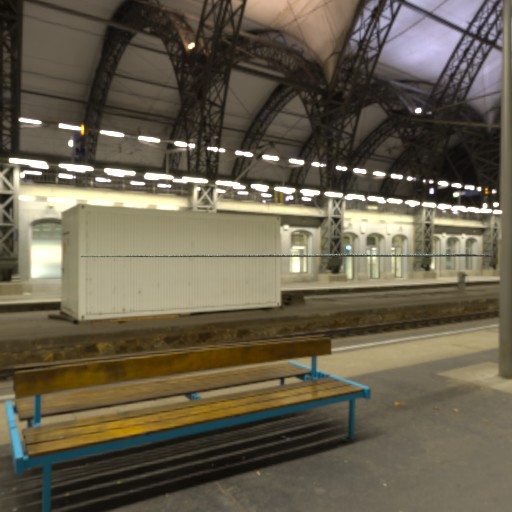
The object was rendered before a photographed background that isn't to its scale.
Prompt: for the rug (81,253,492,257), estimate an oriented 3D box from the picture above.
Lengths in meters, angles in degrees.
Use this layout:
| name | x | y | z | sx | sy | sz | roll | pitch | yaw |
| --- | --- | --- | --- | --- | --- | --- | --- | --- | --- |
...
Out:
| name | x | y | z | sx | sy | sz | roll | pitch | yaw |
| --- | --- | --- | --- | --- | --- | --- | --- | --- | --- |
| rug | 0.000 | 0.000 | 2.694 | 2.459 | 0.010 | 0.801 | 0 | 0 | 36 |
